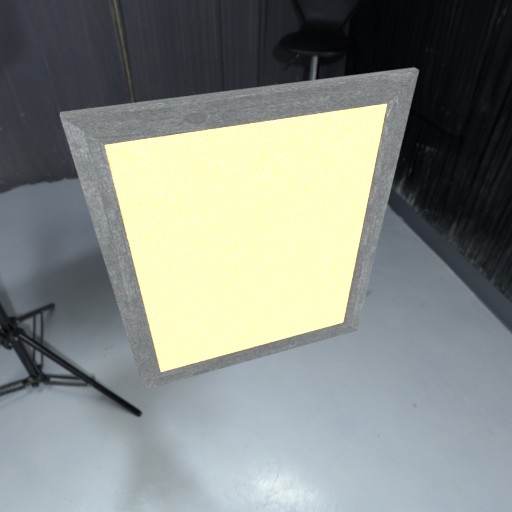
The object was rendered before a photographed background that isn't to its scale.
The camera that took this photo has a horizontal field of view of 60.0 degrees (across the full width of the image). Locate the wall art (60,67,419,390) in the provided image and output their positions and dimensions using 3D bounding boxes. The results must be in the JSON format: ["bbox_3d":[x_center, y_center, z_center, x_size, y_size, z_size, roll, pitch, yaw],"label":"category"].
[{"bbox_3d":[0.000,0.000,0.756,0.476,0.570,0.013,-13,43,-14],"label":"wall art"}]
